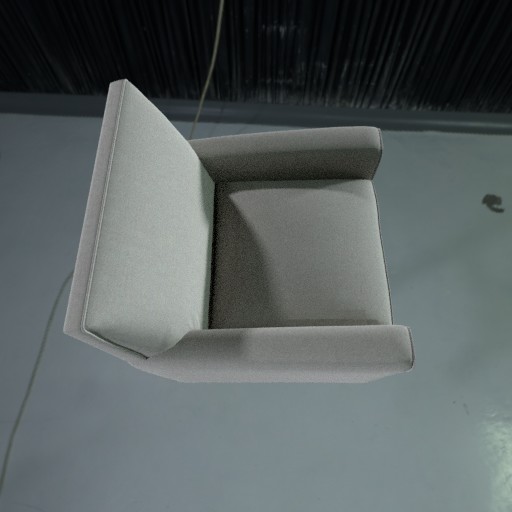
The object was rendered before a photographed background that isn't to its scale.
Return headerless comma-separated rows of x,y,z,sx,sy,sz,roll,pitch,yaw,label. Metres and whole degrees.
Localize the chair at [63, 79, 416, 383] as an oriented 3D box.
0.000,0.000,1.523,0.871,0.846,0.840,0,65,0,chair
